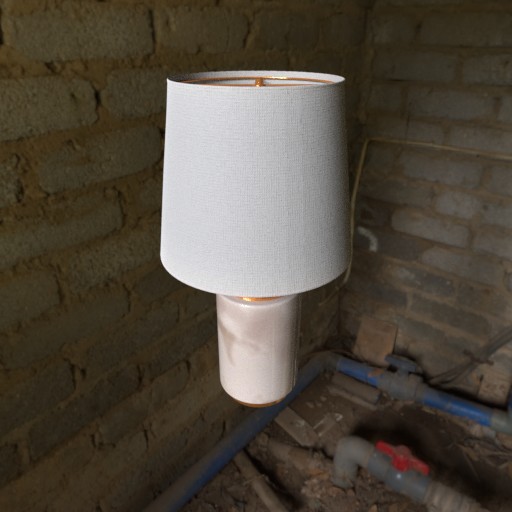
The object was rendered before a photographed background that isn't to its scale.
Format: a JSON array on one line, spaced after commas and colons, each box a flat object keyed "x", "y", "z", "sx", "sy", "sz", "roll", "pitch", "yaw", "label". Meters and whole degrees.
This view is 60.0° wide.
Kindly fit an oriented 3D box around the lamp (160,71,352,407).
[{"x": 0.000, "y": 0.000, "z": 0.453, "sx": 0.189, "sy": 0.340, "sz": 0.189, "roll": 0, "pitch": 27, "yaw": 0, "label": "lamp"}]
